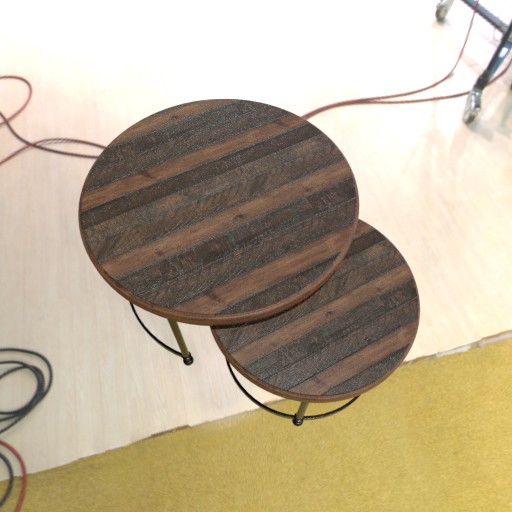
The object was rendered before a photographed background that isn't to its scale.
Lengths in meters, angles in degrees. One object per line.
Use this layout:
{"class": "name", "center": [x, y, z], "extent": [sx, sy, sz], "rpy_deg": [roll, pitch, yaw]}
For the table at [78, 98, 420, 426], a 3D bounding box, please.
{"class": "table", "center": [0.000, 0.000, 1.559], "extent": [1.152, 0.516, 0.870], "rpy_deg": [32, 64, 18]}
